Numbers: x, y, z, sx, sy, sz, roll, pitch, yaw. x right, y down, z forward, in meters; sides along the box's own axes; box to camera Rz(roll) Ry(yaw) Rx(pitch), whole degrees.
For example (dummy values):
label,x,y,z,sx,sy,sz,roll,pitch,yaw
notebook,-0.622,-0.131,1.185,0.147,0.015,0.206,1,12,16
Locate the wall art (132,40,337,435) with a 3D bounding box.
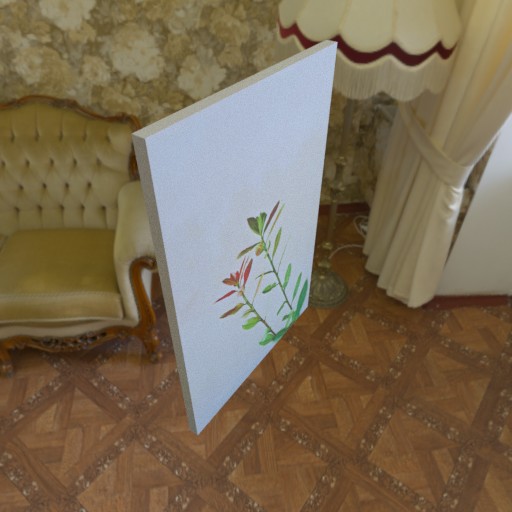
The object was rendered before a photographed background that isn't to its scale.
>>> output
label,x,y,z,sx,sy,sz,roll,pitch,yaw
wall art,0.000,0.000,1.449,0.038,1.143,0.764,25,47,26
